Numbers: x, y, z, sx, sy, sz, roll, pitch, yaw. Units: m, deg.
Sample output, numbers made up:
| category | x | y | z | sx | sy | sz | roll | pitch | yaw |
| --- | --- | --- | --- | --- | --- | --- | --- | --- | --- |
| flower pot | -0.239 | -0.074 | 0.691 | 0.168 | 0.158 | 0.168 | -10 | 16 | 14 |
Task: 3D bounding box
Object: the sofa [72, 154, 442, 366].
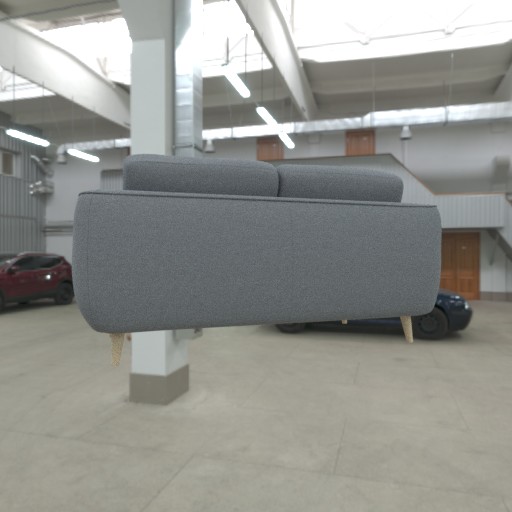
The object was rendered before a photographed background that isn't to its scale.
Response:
| category | x | y | z | sx | sy | sz | roll | pitch | yaw |
| --- | --- | --- | --- | --- | --- | --- | --- | --- | --- |
| sofa | 0.000 | 0.000 | 2.247 | 1.700 | 0.850 | 0.920 | 0 | 0 | -19 |
